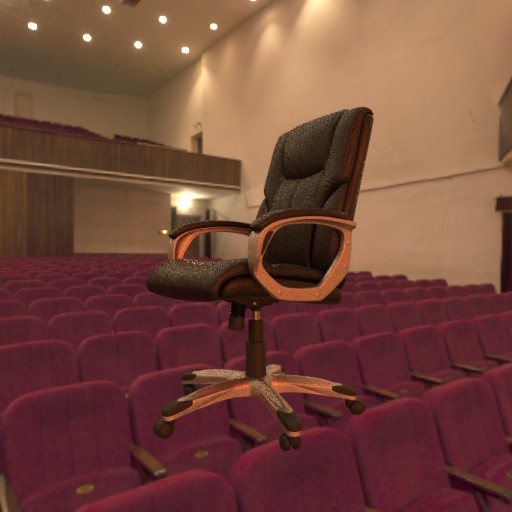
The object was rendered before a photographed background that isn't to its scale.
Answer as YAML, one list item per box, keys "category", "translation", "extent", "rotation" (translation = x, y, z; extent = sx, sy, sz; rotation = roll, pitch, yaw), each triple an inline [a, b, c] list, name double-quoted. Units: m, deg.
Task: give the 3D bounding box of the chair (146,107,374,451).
- category: "chair"
  translation: [0.000, 0.000, 1.618]
  extent: [0.780, 1.145, 0.700]
  rotation: [0, -1, -36]
